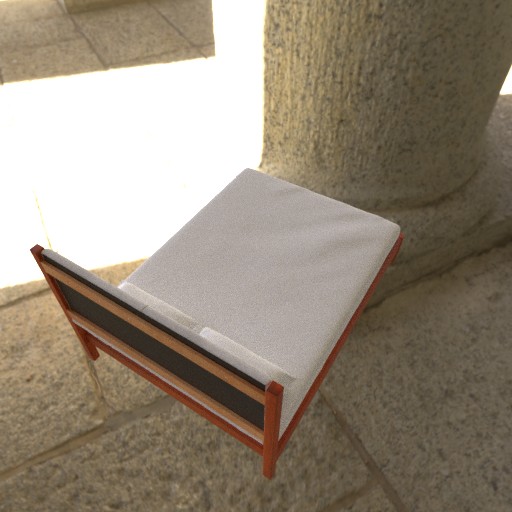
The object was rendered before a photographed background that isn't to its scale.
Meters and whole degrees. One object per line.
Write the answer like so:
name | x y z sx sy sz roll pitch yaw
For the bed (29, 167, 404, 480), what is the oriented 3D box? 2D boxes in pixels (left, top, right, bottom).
bed | 0.000 0.000 3.135 1.566 1.165 2.117 25 53 21
